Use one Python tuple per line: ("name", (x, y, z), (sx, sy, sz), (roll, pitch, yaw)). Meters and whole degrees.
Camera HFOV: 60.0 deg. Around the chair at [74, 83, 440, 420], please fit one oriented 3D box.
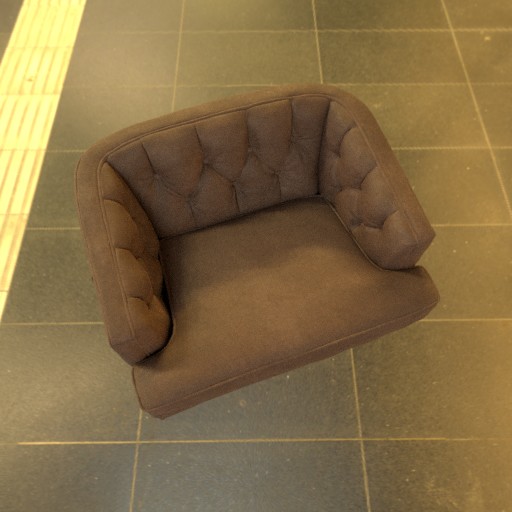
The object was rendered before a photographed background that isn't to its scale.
("chair", (0.000, 0.000, 1.706), (1.118, 0.787, 0.914), (-18, 64, -9))
